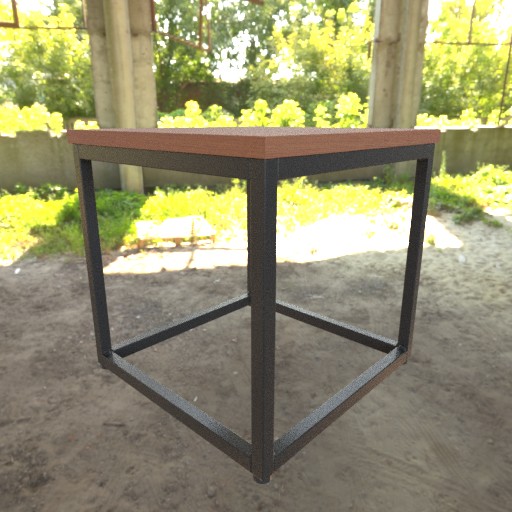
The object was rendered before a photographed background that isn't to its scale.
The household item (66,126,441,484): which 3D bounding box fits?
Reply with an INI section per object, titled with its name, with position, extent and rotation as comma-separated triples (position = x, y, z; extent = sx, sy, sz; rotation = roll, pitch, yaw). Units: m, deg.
[household item]
position = 0.000, 0.000, 0.727
extent = 0.400, 0.400, 0.400
rotation = 16, 23, 41
